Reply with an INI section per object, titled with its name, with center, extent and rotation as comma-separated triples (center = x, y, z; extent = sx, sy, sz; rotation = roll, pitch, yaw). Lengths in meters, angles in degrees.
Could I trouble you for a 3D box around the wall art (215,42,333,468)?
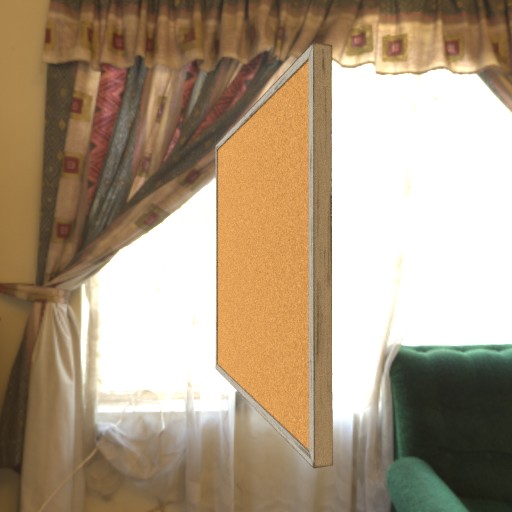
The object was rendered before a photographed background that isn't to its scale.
[wall art]
center = 0.000, 0.000, 1.156
extent = 0.037, 0.761, 0.761
rotation = 0, 0, -19
